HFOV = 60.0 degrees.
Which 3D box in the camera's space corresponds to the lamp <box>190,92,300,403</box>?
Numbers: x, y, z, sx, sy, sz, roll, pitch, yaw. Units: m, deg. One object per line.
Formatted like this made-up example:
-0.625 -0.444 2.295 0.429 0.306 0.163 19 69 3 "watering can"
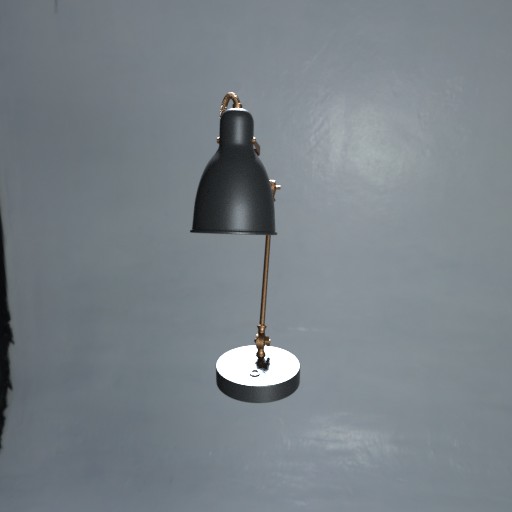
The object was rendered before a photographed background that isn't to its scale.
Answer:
0.000 0.000 0.891 0.187 0.587 0.561 2 14 8 "lamp"
